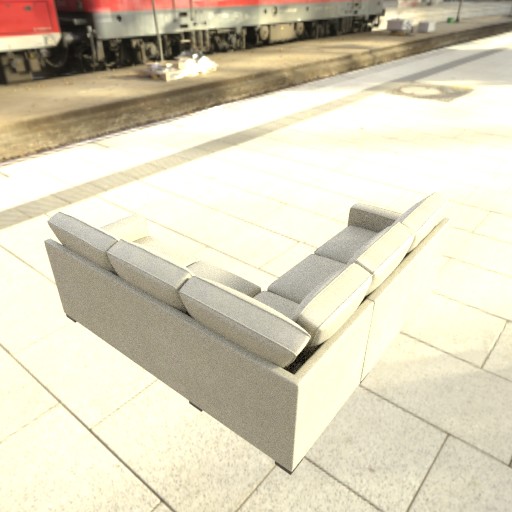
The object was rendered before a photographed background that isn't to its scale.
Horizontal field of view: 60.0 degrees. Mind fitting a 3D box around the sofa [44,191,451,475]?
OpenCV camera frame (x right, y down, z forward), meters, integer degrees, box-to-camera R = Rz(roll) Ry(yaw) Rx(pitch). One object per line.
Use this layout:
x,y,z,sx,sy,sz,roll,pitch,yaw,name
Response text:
0.000,0.000,3.432,2.211,0.936,2.188,22,38,31,sofa
